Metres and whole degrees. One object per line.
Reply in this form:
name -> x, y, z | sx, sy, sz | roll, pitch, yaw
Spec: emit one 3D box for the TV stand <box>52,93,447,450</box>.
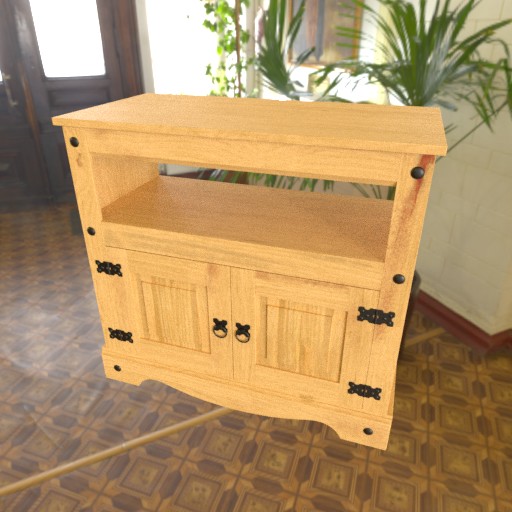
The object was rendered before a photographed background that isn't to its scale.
TV stand -> 0.000, 0.000, 1.259 | 0.851, 0.787, 0.430 | 9, 29, 16
